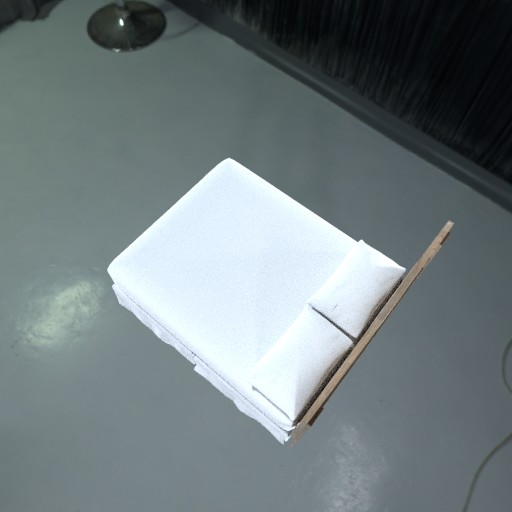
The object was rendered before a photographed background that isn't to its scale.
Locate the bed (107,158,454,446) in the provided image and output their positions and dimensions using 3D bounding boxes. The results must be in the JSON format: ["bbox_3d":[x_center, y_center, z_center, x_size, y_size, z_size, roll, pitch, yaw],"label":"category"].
[{"bbox_3d":[0.000,0.000,3.418,2.112,2.002,1.713,36,68,17],"label":"bed"}]
